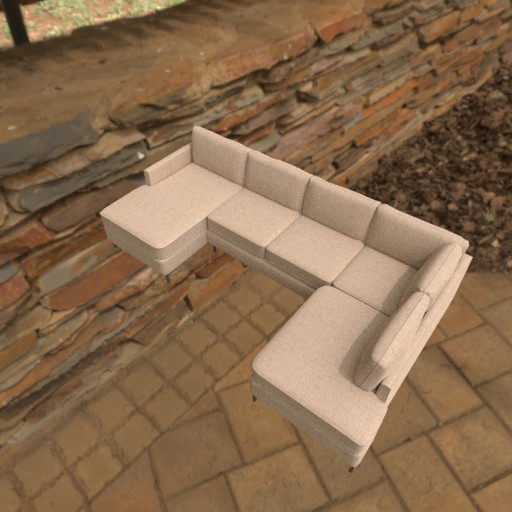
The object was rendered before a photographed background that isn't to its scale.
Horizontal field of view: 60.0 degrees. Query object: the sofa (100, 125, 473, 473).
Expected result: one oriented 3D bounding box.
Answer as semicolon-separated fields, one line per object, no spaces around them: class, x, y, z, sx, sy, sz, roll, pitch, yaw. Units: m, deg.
sofa;0.000;0.000;4.281;3.423;0.996;2.021;29;52;26
